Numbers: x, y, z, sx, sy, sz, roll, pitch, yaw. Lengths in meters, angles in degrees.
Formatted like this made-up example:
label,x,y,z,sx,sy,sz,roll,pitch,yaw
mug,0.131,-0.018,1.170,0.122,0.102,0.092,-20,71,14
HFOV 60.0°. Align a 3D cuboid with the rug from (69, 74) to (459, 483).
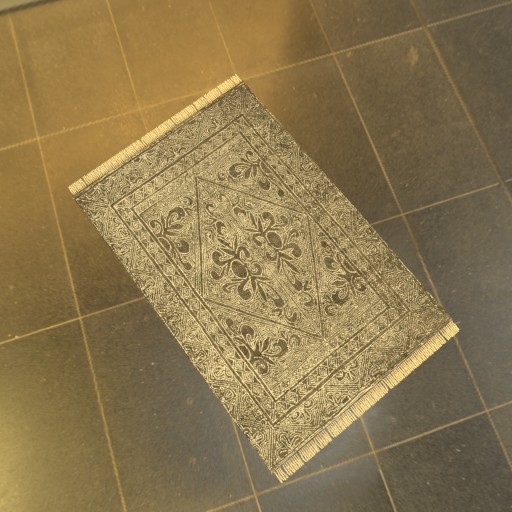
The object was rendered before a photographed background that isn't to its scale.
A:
label,x,y,z,sx,sy,sz,roll,pitch,yaw
rug,0.000,0.000,3.033,1.529,0.010,2.440,-37,79,-8
